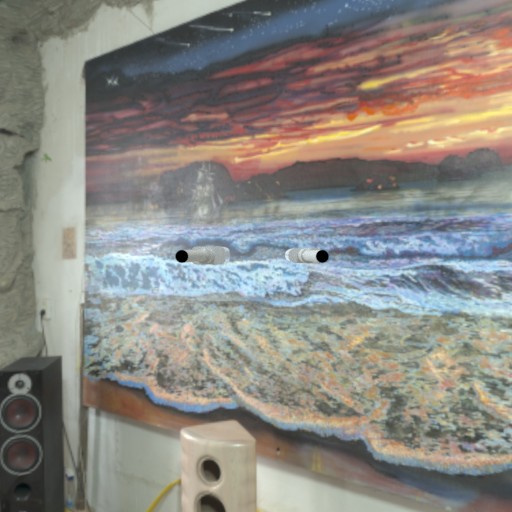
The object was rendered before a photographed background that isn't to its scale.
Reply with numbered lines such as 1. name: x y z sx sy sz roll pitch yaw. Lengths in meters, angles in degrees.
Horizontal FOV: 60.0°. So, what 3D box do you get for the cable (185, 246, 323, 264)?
1. cable: 0.000 0.000 0.112 0.040 0.006 0.098 0 0 1
